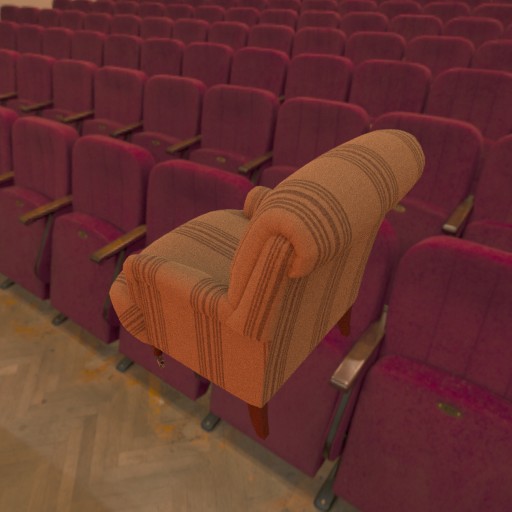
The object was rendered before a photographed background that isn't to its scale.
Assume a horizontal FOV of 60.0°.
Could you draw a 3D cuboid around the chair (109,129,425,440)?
[{"bbox_3d":[0.000,0.000,1.630,0.914,0.940,0.813,22,39,30],"label":"chair"}]
